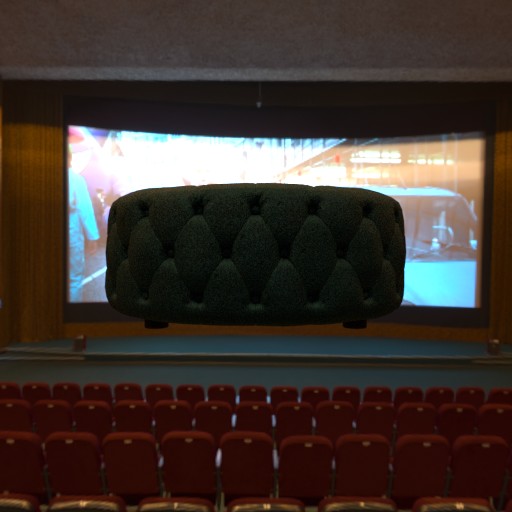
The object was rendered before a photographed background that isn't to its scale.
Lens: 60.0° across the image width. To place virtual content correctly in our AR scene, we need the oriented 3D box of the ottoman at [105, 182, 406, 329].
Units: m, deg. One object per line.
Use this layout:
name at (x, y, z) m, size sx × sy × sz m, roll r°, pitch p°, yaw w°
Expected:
ottoman at (0.000, 0.000, 1.544) m, size 0.998 × 0.398 × 0.998 m, roll 0°, pitch 1°, yaw 0°
